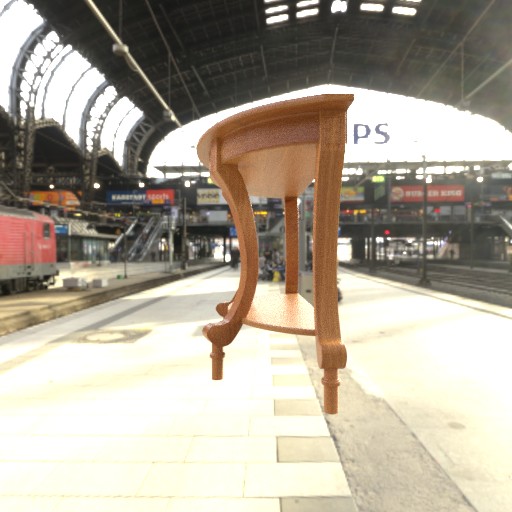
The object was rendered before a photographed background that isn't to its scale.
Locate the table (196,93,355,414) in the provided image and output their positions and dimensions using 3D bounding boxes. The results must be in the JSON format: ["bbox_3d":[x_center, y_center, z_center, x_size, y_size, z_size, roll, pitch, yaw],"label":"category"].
[{"bbox_3d":[0.000,0.000,1.519,0.394,0.692,1.198,0,1,-1],"label":"table"}]
